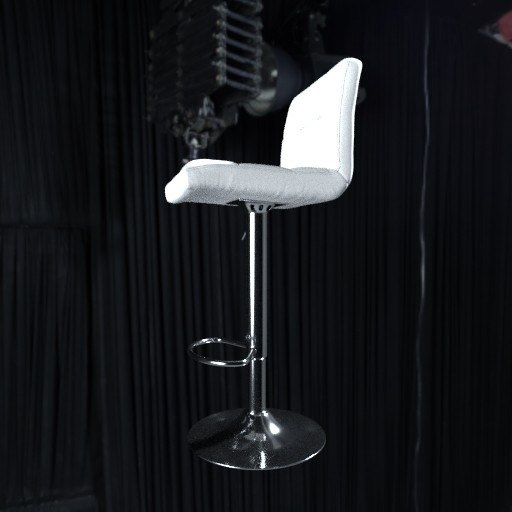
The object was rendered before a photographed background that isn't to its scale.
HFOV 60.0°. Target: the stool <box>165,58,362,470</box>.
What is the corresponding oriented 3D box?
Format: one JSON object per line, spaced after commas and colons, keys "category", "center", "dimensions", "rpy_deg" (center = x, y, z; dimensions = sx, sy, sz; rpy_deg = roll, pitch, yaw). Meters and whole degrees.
{"category": "stool", "center": [0.000, 0.000, 1.353], "dimensions": [0.505, 1.115, 0.430], "rpy_deg": [-1, 2, -18]}
